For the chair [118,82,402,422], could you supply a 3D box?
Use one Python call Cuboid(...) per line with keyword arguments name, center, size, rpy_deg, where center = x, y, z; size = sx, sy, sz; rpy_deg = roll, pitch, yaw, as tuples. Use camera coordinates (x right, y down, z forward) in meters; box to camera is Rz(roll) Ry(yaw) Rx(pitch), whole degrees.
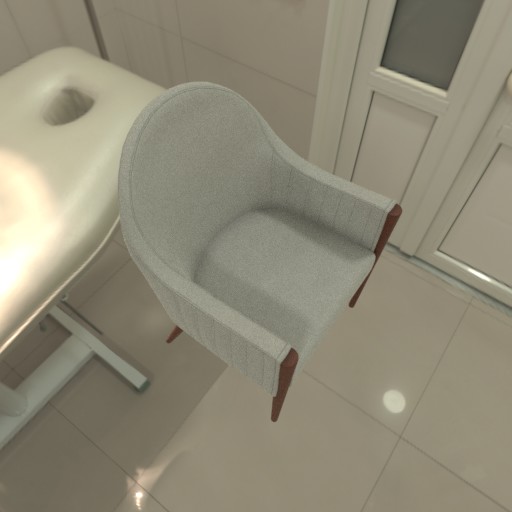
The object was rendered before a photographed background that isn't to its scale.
Cuboid(name="chair", center=(0.000, 0.000, 1.361), size=(0.620, 0.889, 0.610), rpy_deg=(31, 62, 19))
